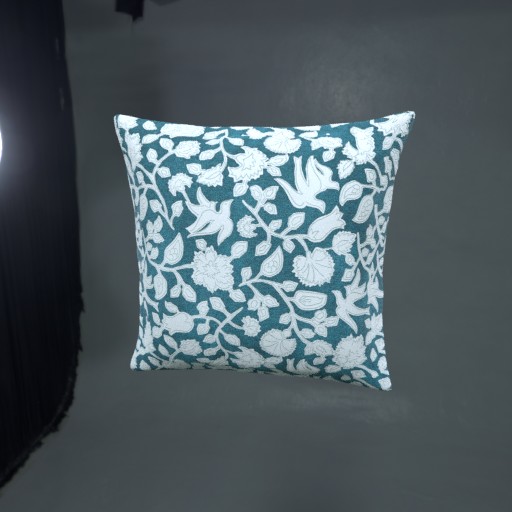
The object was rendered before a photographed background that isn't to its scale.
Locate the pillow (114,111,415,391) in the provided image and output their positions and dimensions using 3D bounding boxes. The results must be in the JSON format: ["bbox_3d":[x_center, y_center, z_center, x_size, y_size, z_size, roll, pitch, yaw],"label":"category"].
[{"bbox_3d":[0.000,0.000,0.824,0.525,0.508,0.166,2,15,9],"label":"pillow"}]
